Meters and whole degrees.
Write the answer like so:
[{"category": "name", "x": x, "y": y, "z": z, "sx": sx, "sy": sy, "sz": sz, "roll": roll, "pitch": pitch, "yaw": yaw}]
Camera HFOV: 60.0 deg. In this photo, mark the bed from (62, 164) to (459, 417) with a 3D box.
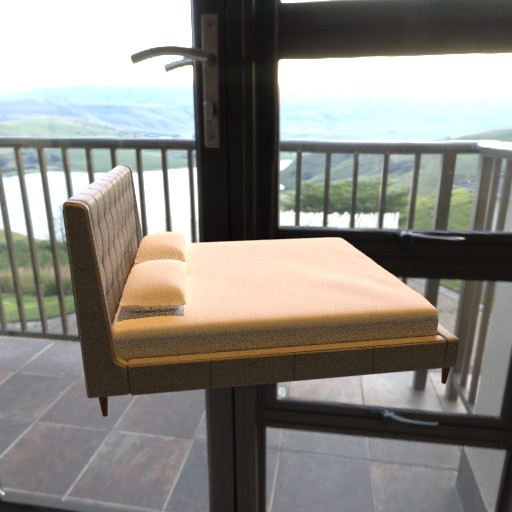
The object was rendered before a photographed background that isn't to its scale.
[{"category": "bed", "x": 0.000, "y": 0.000, "z": 3.554, "sx": 2.342, "sy": 1.289, "sz": 2.062, "roll": -3, "pitch": 17, "yaw": -8}]
